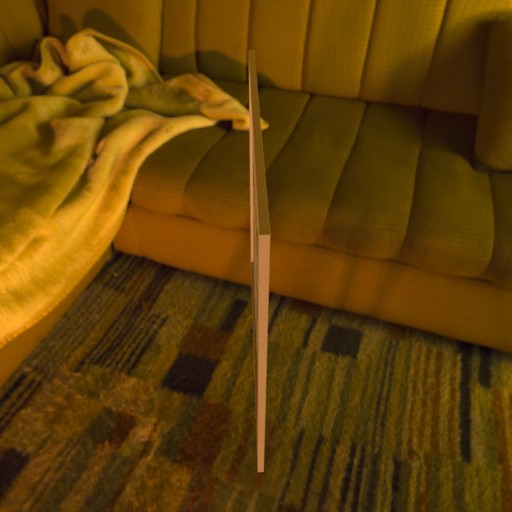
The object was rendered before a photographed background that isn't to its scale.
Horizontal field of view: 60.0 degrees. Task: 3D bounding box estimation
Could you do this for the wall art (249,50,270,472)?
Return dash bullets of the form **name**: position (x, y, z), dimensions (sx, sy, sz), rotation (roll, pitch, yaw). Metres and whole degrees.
- **wall art**: position (0.000, 0.000, 0.678), dimensions (0.009, 0.457, 0.456), rotation (-1, 42, -1)
